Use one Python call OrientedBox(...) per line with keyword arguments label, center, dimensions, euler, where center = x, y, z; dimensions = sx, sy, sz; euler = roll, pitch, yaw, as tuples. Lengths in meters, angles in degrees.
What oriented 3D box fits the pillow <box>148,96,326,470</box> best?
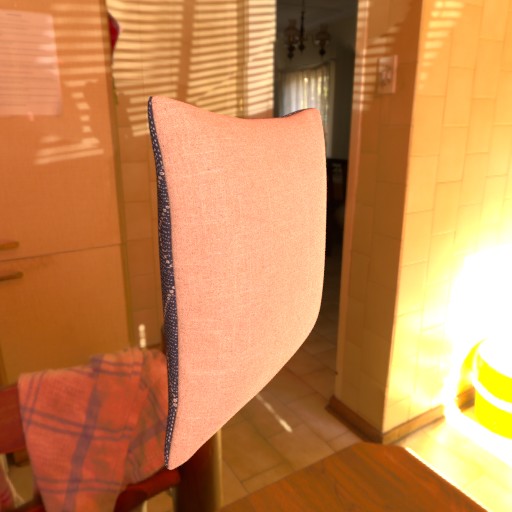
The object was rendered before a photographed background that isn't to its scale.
OrientedBox(label="pillow", center=(0.000, 0.000, 0.656), dimensions=(0.148, 0.428, 0.435), euler=(9, 19, 27))
